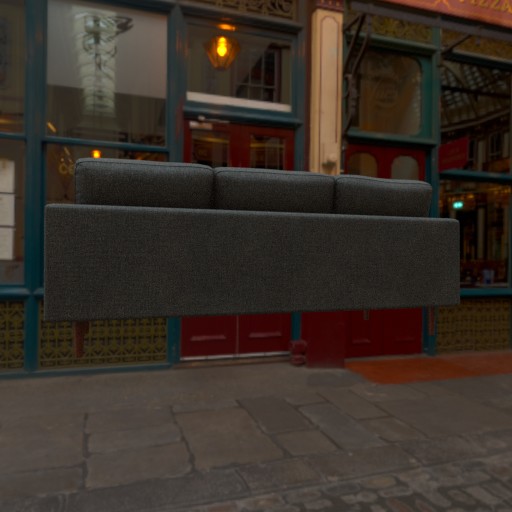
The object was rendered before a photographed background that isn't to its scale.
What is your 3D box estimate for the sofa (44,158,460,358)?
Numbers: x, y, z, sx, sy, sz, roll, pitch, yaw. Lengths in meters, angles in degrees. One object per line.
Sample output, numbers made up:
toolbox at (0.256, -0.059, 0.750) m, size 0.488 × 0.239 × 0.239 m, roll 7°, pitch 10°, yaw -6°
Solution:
sofa at (0.000, 0.000, 2.660) m, size 2.246 × 0.930 × 0.903 m, roll 0°, pitch -1°, yaw -19°
